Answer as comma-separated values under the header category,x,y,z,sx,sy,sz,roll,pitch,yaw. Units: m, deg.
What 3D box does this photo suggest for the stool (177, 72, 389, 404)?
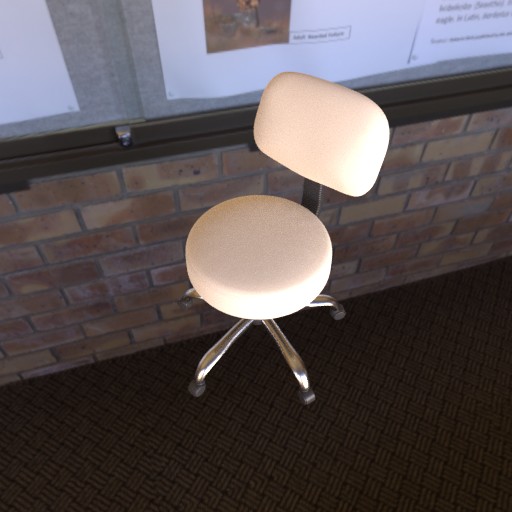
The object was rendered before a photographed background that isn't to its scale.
category,x,y,z,sx,sy,sz,roll,pitch,yaw
stool,0.000,0.000,1.267,0.609,0.810,0.616,33,55,27
